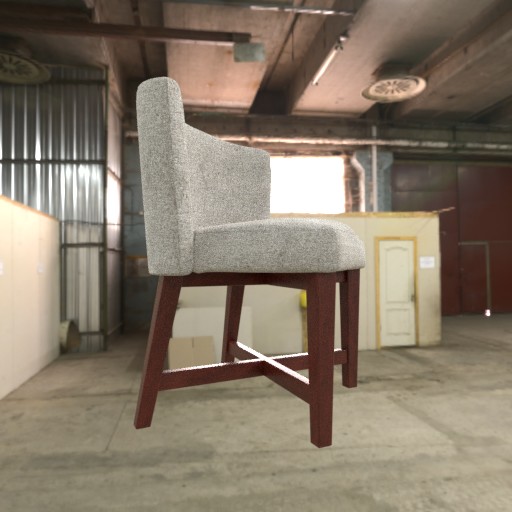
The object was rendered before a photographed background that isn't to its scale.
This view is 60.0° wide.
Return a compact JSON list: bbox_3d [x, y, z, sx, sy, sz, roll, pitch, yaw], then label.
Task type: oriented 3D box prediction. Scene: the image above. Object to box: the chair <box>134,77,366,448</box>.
[{"bbox_3d":[0.000,0.000,1.253,0.575,0.827,0.728,0,-1,19],"label":"chair"}]
